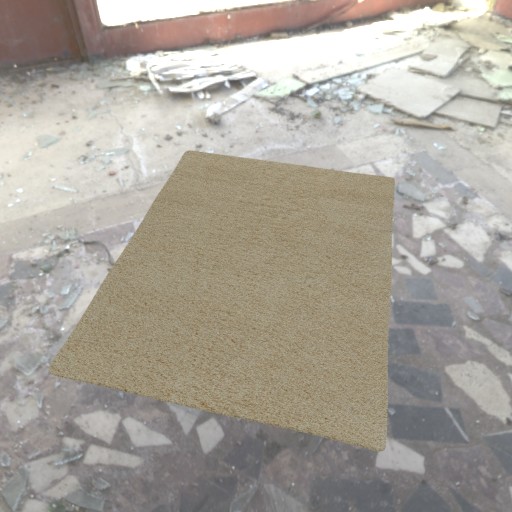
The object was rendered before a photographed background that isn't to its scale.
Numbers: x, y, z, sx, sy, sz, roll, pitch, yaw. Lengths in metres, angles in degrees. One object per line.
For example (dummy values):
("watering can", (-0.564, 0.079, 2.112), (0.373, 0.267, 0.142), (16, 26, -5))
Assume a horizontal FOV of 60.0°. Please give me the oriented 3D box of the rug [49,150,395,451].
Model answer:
("rug", (0.000, 0.000, 4.014), (2.401, 0.025, 3.001), (10, 47, 9))
